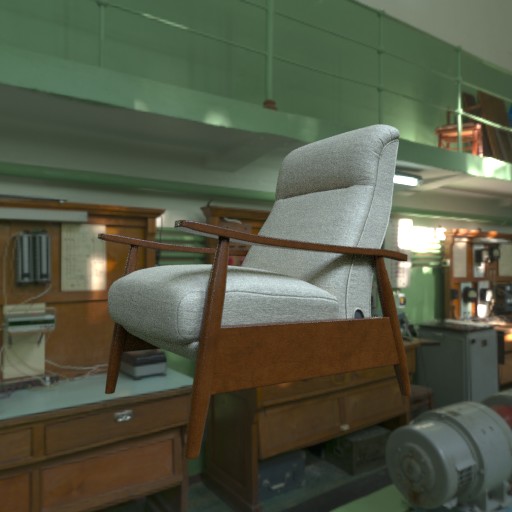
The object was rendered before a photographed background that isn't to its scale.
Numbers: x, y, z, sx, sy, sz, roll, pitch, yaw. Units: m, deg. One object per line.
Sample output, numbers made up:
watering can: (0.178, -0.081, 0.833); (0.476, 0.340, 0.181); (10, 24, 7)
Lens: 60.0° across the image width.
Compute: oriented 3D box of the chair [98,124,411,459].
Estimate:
chair: (0.000, 0.000, 1.746); (1.014, 1.082, 0.762); (0, -1, -36)
